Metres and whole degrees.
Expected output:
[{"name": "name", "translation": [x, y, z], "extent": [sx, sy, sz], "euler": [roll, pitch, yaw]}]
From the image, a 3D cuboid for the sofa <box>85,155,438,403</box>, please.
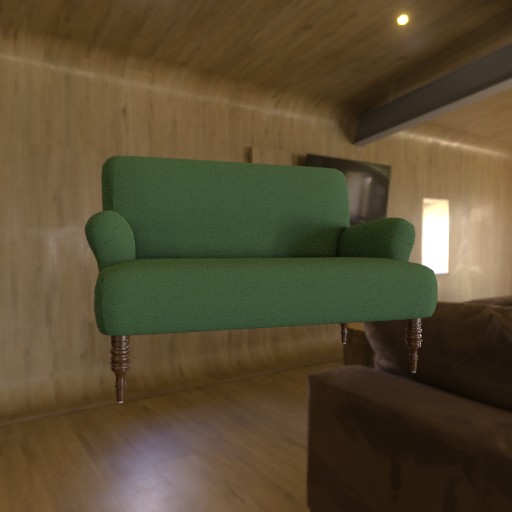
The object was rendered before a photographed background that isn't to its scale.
[{"name": "sofa", "translation": [0.000, 0.000, 1.819], "extent": [1.297, 0.889, 0.779], "euler": [0, 1, -18]}]
